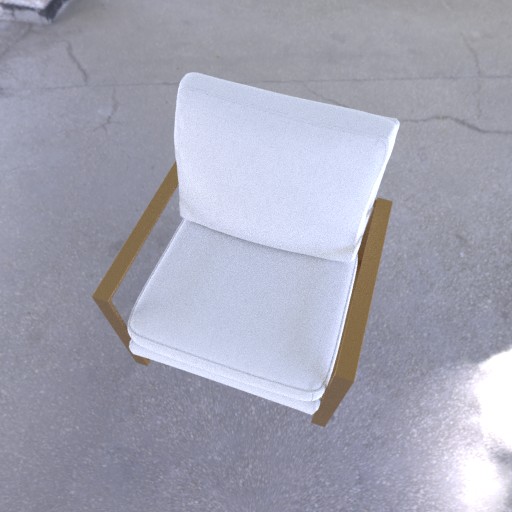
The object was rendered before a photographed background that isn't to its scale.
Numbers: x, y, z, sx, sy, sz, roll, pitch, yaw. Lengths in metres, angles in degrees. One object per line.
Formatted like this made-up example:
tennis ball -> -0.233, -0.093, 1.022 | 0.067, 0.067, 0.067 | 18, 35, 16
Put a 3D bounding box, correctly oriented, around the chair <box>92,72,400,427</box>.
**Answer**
chair -> 0.000, 0.000, 1.539 | 0.805, 0.966, 0.813 | 16, 60, 10
